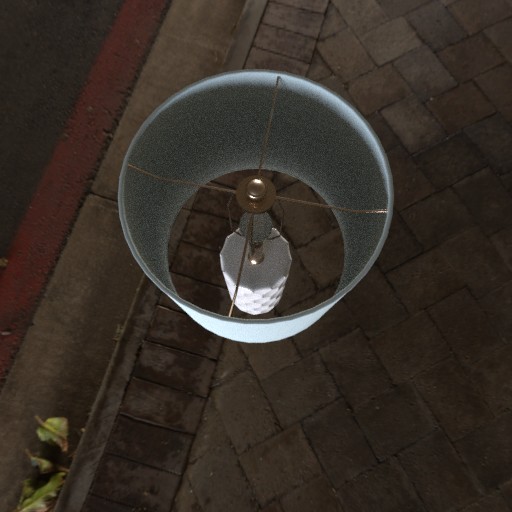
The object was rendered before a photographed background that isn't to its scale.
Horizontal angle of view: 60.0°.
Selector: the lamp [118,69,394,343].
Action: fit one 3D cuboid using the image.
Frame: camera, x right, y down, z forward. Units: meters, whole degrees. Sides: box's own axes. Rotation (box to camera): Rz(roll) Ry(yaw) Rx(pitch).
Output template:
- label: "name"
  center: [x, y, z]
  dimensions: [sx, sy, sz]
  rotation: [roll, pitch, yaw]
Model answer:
- label: "lamp"
  center: [0.000, 0.000, 0.703]
  dimensions: [0.277, 0.534, 0.277]
  rotation: [-40, 78, -10]
